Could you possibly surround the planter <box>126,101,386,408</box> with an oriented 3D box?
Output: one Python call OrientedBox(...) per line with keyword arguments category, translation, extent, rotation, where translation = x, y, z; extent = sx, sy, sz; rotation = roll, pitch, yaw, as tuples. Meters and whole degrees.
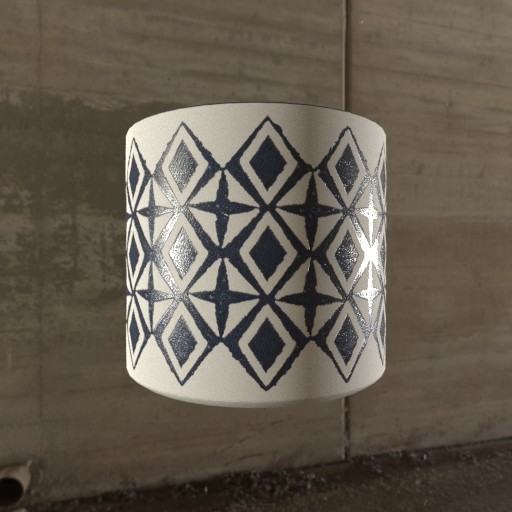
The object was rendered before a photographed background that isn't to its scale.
OrientedBox(category="planter", translation=(0.000, 0.000, 0.282), extent=(0.159, 0.144, 0.159), rotation=(0, 1, 0))
